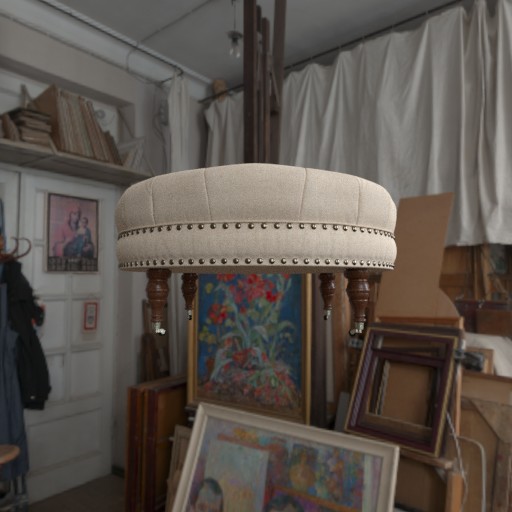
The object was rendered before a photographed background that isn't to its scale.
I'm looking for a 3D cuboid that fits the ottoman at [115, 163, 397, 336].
[{"bbox_3d":[0.000,0.000,1.521,0.940,0.483,0.940,0,-4,0],"label":"ottoman"}]
